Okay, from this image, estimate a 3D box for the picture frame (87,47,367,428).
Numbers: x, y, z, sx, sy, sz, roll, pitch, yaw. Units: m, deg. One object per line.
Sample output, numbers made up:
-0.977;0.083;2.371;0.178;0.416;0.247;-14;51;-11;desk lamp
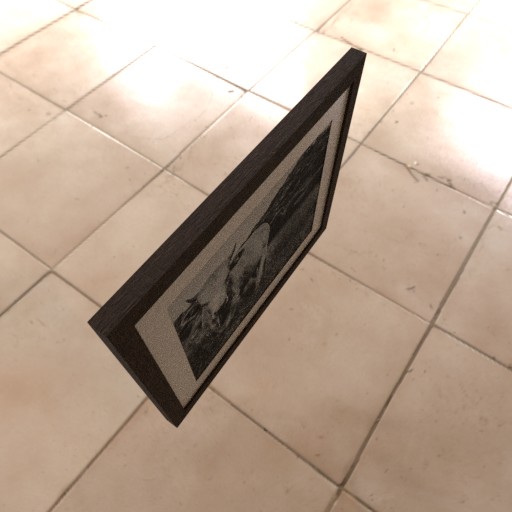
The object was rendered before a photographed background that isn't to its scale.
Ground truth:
0.000;0.000;0.744;0.026;0.455;0.546;31;63;17;picture frame
